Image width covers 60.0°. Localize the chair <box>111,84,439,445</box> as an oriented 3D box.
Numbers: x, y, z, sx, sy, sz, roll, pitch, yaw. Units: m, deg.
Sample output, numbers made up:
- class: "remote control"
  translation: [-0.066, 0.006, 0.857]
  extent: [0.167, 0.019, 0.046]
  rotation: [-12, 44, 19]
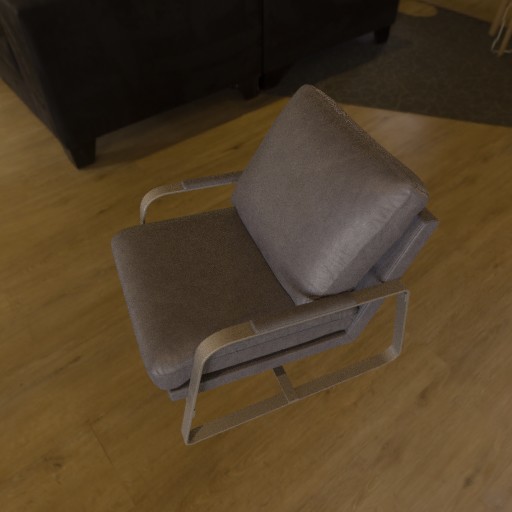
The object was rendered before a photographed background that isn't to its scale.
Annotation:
- class: "chair"
  translation: [0.000, 0.000, 1.478]
  extent: [0.878, 0.839, 0.692]
  rotation: [-17, 49, -15]
